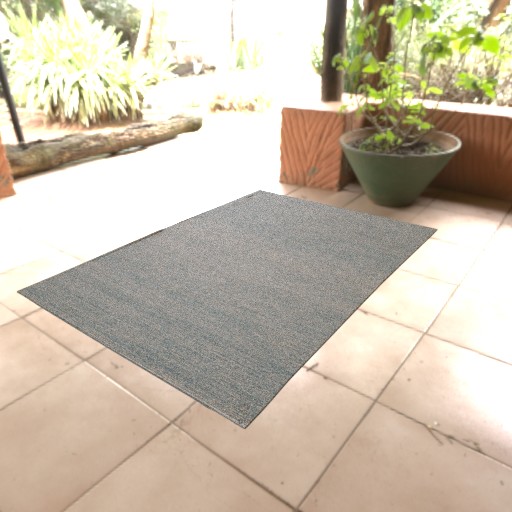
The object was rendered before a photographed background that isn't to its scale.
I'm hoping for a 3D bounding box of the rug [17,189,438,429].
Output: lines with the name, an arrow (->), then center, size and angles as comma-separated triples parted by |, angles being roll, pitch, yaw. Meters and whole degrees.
rug -> 0.000, 0.000, 2.852 | 1.613, 0.030, 2.306 | 18, 32, 32
